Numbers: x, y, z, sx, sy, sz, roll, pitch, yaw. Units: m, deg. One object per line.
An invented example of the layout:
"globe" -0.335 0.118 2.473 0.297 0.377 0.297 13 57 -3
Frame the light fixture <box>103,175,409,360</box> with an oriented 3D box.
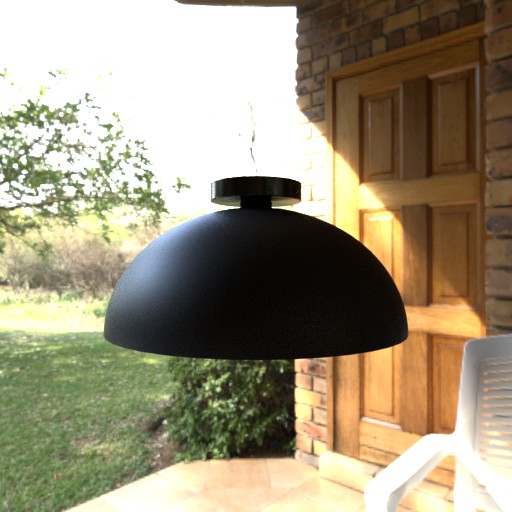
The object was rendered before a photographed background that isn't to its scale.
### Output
"light fixture" 0.000 0.000 0.546 0.355 0.177 0.355 0 -1 0
